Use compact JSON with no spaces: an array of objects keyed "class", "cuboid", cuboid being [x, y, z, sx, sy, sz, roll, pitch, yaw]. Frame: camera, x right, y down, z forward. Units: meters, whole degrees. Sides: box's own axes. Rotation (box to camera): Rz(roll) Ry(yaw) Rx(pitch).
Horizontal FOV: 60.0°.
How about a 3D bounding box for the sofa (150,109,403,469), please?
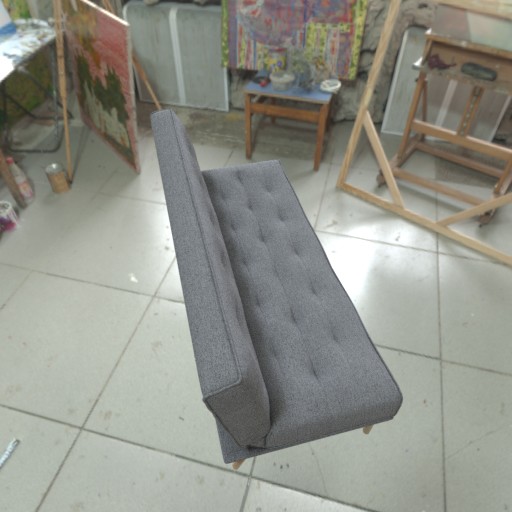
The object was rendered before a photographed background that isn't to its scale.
[{"class":"sofa","cuboid":[0.000,0.000,2.310,0.810,0.830,1.820,-11,47,-10]}]
